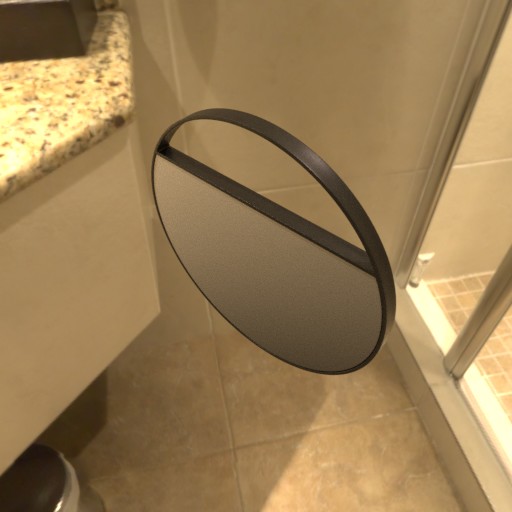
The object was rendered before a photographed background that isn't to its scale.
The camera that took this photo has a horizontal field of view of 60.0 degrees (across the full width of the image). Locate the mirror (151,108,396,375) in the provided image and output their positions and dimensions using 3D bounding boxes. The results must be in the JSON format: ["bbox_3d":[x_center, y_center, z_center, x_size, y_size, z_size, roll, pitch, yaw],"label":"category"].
[{"bbox_3d":[0.000,0.000,0.852,0.565,0.565,0.032,32,54,27],"label":"mirror"}]
